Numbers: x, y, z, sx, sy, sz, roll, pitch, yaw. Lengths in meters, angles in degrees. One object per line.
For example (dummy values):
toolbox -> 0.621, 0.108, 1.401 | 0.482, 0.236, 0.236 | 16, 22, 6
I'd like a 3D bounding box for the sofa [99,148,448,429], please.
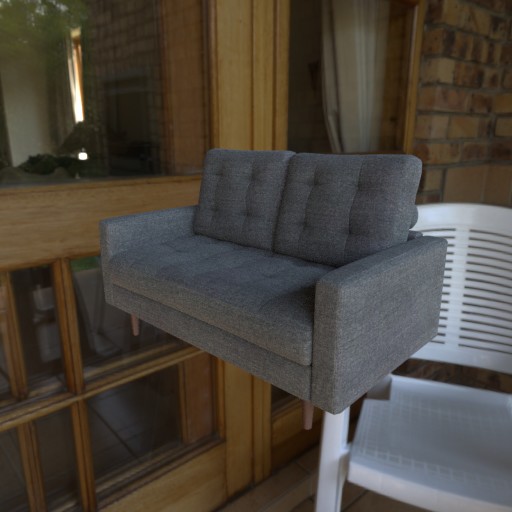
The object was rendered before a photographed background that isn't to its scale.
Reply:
sofa -> 0.000, 0.000, 1.999 | 1.407, 0.907, 0.842 | 14, 21, 41
